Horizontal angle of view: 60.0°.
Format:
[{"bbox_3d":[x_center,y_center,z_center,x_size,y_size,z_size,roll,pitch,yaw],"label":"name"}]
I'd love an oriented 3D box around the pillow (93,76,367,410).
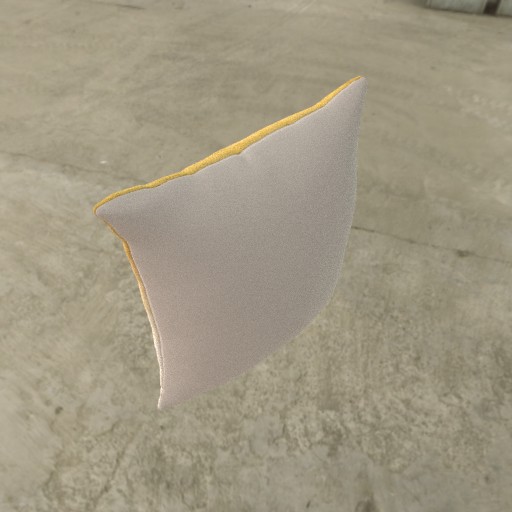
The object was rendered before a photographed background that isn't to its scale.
[{"bbox_3d":[0.000,0.000,0.707,0.450,0.450,0.211,-34,54,-29],"label":"pillow"}]
